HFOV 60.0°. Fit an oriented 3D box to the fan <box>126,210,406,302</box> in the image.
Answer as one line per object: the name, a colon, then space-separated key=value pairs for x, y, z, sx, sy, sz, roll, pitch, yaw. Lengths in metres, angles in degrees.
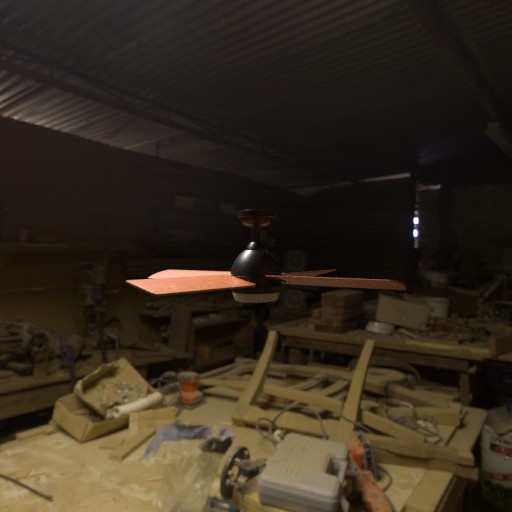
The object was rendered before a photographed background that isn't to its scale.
fan: x=0.000 y=0.000 z=2.014 sx=1.332 sy=0.403 sz=1.332 roll=0 pitch=1 yaw=37
